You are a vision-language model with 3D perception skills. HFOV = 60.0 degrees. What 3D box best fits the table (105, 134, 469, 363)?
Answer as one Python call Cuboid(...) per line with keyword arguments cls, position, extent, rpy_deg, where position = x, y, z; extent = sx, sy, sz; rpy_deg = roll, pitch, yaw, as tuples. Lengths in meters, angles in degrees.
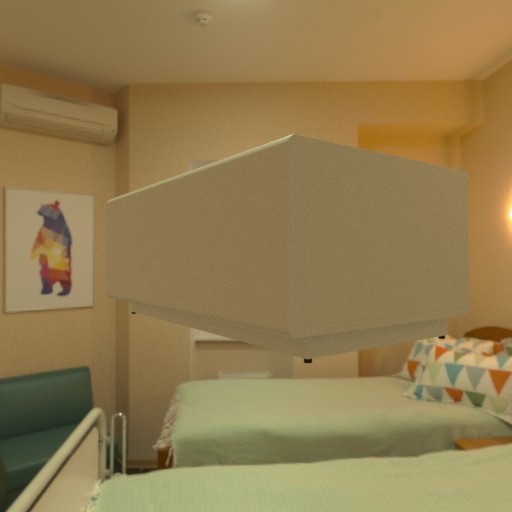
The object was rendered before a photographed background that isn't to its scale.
Cuboid(cls="table", position=(0.000, 0.000, 1.439), extent=(0.639, 0.442, 1.097), rpy_deg=(0, -1, -35))
